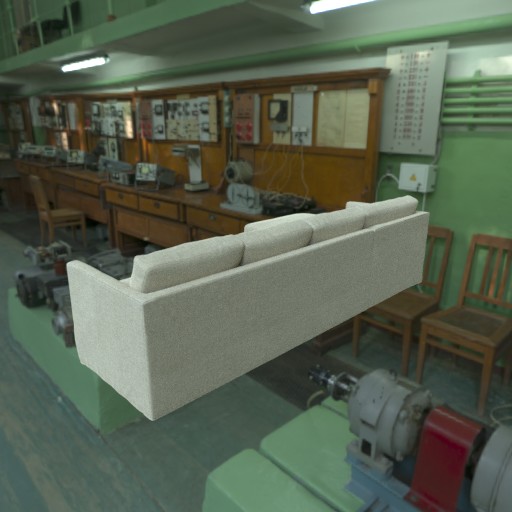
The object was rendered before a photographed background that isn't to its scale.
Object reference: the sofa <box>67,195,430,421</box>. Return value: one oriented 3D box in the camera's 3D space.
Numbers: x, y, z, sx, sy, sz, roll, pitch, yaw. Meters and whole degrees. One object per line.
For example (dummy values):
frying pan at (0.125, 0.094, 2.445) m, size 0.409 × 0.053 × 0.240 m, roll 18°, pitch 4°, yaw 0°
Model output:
sofa at (0.000, 0.000, 3.891) m, size 3.205 × 0.922 × 1.650 m, roll -16°, pitch 23°, yaw -42°
